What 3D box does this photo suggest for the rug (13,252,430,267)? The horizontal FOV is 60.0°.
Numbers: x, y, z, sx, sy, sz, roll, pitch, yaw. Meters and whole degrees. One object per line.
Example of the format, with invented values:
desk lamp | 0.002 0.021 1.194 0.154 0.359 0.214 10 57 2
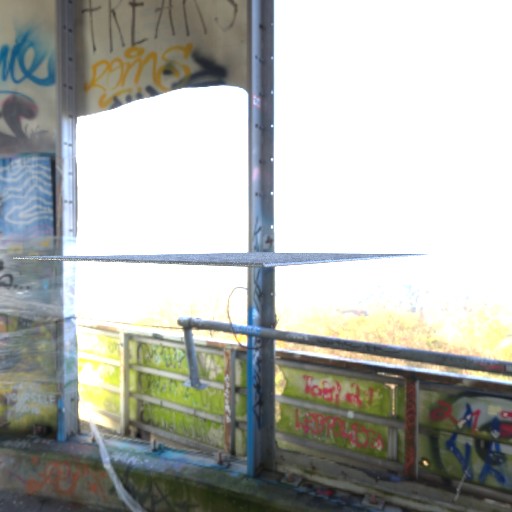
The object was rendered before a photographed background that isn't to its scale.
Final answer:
rug | 0.000 0.000 2.787 1.578 0.014 2.206 1 2 34
